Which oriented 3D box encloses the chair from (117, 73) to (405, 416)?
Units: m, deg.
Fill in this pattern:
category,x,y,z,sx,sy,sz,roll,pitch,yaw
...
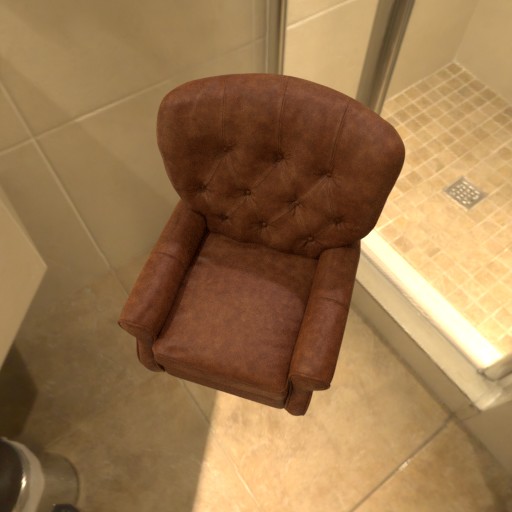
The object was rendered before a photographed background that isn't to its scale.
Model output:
category,x,y,z,sx,sy,sz,roll,pitch,yaw
chair,0.000,0.000,1.930,0.951,1.164,1.059,15,60,9
